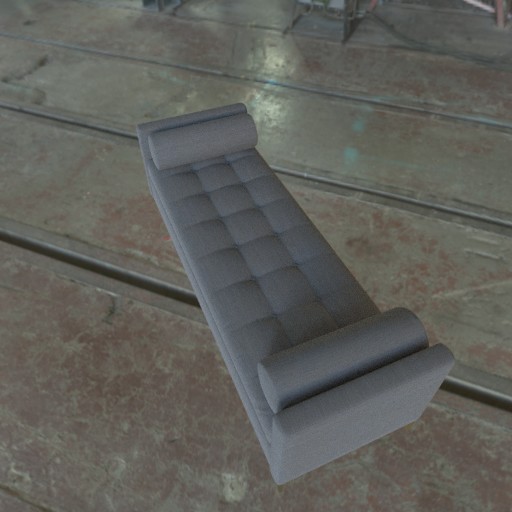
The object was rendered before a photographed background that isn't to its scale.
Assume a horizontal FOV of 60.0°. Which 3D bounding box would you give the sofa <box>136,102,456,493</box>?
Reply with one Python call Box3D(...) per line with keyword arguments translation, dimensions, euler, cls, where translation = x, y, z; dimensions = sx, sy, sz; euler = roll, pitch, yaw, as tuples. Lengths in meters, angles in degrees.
Box3D(translation=(0.000, 0.000, 2.288), dimensions=(0.686, 0.635, 1.981), euler=(-18, 50, -16), cls="sofa")
